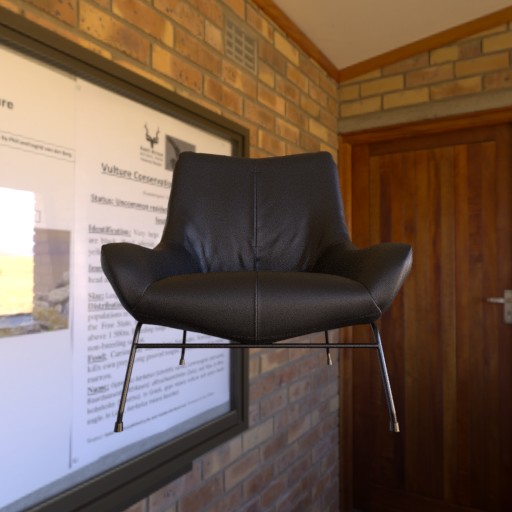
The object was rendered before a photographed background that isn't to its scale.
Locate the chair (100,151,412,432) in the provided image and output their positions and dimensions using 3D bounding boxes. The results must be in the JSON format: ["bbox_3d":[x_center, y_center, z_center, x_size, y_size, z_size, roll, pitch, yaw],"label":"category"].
[{"bbox_3d":[0.000,0.000,1.558,0.836,0.922,0.826,0,-1,0],"label":"chair"}]
